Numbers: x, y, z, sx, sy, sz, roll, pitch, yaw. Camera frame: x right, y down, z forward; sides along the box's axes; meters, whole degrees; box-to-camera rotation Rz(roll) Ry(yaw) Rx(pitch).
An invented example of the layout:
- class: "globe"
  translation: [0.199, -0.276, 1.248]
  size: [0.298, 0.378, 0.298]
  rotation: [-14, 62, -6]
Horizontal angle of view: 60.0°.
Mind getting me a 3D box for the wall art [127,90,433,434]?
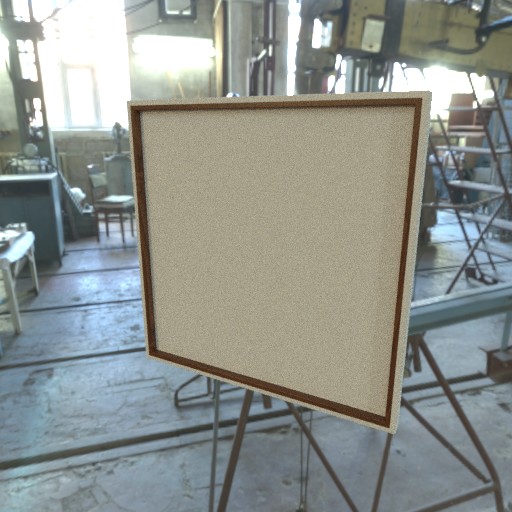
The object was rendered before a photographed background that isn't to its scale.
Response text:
- class: "wall art"
  translation: [0.000, 0.000, 1.116]
  size: [0.757, 0.757, 0.037]
  rotation: [9, 18, 27]
